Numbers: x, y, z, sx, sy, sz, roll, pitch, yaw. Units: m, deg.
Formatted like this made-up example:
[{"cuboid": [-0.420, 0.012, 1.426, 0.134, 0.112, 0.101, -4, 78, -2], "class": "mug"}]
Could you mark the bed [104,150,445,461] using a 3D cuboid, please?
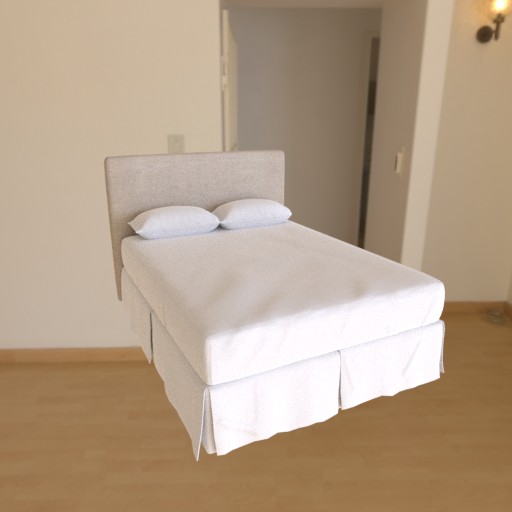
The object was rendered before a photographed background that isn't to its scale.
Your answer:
[{"cuboid": [0.000, 0.000, 3.221, 1.713, 1.330, 2.162, -9, 20, -26], "class": "bed"}]
